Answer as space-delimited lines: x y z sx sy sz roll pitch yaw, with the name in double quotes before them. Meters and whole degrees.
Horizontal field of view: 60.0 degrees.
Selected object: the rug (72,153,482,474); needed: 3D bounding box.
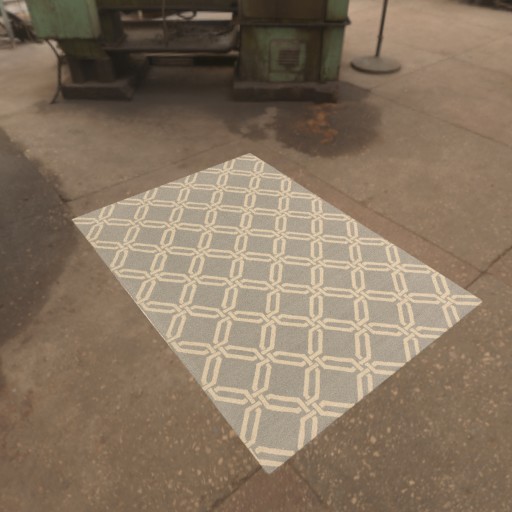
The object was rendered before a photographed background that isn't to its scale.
"rug" 0.000 0.000 2.728 1.522 0.013 2.133 -27 48 -27
